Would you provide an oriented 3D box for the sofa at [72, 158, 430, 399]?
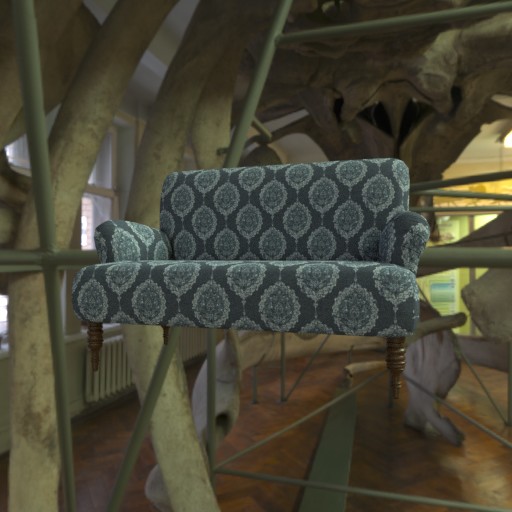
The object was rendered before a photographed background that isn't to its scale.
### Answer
[{"bbox_3d":[0.000,0.000,1.794,1.297,0.867,0.779,0,0,18],"label":"sofa"}]
